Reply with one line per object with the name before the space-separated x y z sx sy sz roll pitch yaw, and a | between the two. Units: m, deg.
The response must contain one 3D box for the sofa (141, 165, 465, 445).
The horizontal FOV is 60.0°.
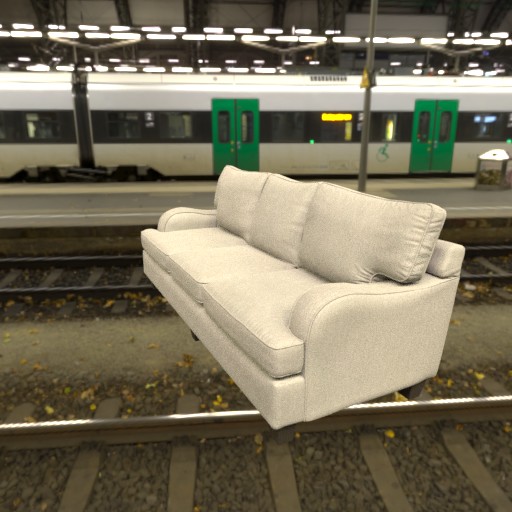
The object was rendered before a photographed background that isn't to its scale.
sofa | 0.000 0.000 2.861 1.016 0.991 2.323 -8 18 -25
